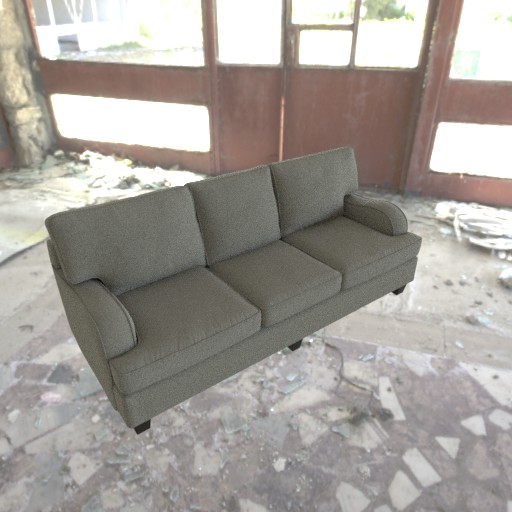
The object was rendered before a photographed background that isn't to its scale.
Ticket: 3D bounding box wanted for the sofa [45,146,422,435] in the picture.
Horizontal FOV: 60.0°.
[{"bbox_3d":[0.000,0.000,2.933,2.323,0.997,1.016,-20,36,-31],"label":"sofa"}]
